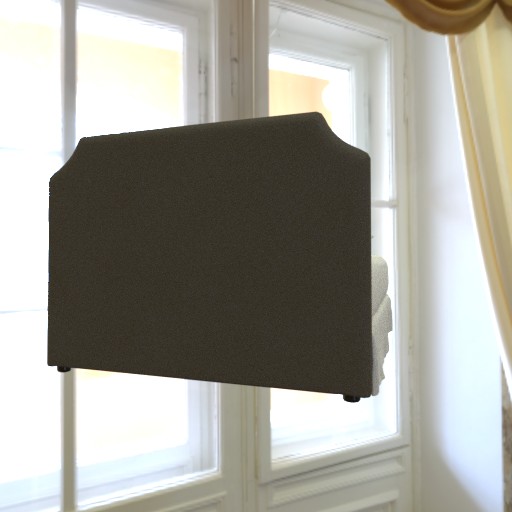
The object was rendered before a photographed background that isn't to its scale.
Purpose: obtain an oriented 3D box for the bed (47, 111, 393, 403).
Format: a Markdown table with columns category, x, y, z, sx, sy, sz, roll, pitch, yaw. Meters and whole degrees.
| category | x | y | z | sx | sy | sz | roll | pitch | yaw |
| --- | --- | --- | --- | --- | --- | --- | --- | --- | --- |
| bed | 0.000 | 0.000 | 3.800 | 2.194 | 1.561 | 2.536 | 0 | 0 | 19 |
